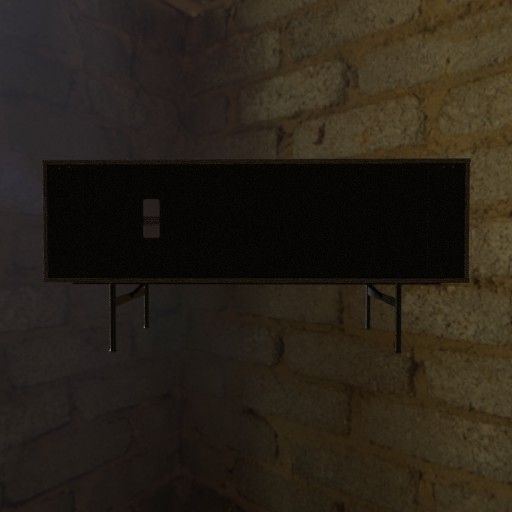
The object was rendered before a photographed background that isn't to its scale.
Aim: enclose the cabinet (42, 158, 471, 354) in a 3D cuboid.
[{"bbox_3d":[0.000,0.000,1.600,1.300,0.599,0.500,0,1,1],"label":"cabinet"}]
